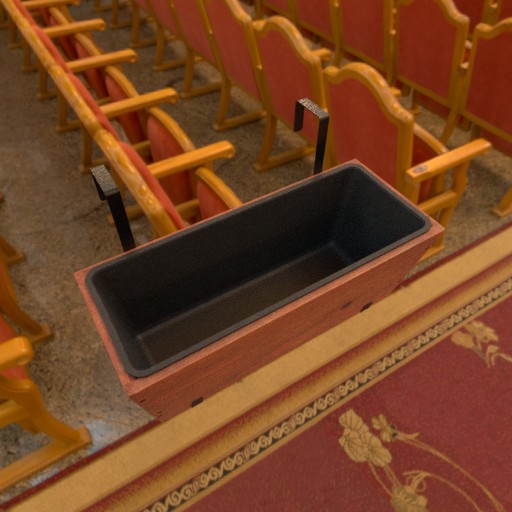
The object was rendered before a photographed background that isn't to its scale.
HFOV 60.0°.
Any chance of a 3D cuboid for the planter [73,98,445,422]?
[{"bbox_3d":[0.000,0.000,0.657,0.480,0.289,0.262,-25,53,-20],"label":"planter"}]
